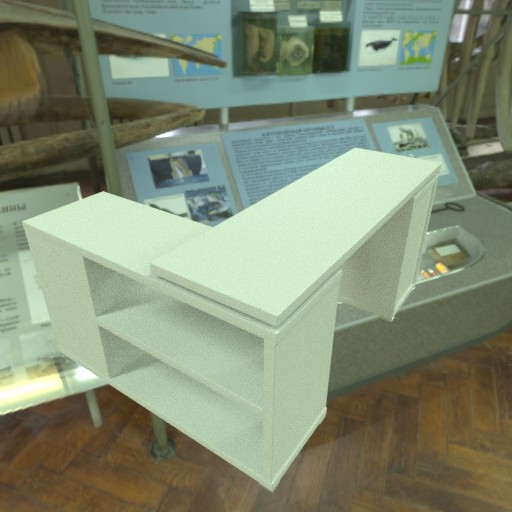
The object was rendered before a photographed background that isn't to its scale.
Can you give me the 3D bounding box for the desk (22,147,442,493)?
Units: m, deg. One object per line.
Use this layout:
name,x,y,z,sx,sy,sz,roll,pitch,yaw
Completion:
desk,0.000,0.000,2.156,1.200,0.753,1.524,19,35,30
